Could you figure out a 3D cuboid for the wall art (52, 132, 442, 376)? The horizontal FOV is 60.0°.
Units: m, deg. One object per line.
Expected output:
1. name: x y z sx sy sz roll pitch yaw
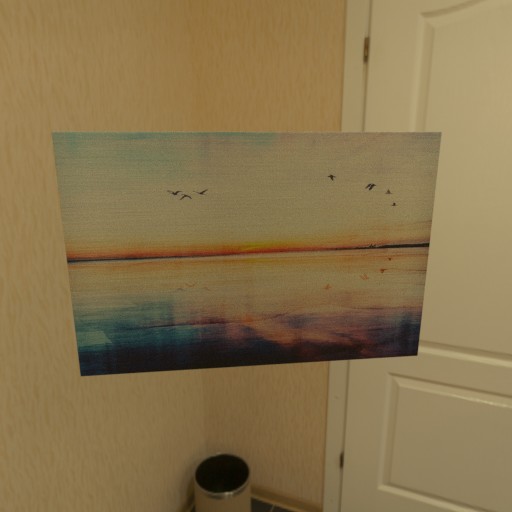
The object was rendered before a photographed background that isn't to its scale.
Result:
1. wall art: 0.000 0.000 0.745 0.604 0.402 0.018 -2 16 -7
